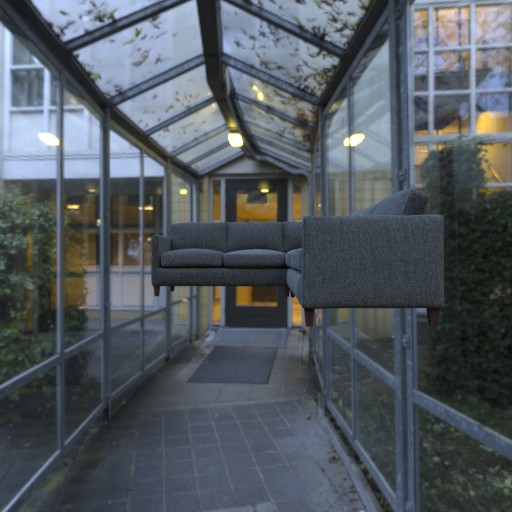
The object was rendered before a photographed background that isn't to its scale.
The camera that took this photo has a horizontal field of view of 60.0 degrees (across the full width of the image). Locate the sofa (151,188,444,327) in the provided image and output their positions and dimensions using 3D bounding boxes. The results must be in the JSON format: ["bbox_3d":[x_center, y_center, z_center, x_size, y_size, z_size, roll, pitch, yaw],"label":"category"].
[{"bbox_3d":[0.000,0.000,4.489,2.593,0.947,3.302,0,0,2],"label":"sofa"}]
